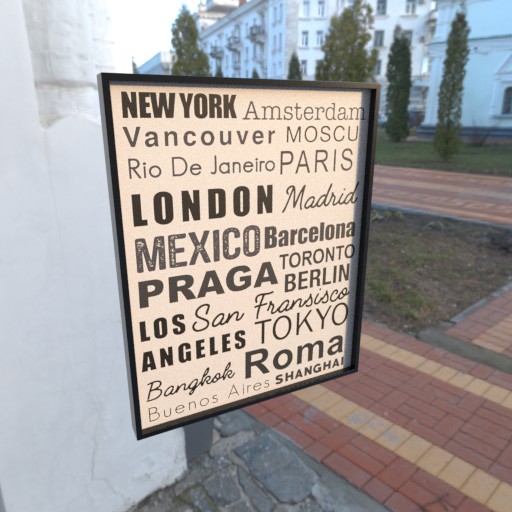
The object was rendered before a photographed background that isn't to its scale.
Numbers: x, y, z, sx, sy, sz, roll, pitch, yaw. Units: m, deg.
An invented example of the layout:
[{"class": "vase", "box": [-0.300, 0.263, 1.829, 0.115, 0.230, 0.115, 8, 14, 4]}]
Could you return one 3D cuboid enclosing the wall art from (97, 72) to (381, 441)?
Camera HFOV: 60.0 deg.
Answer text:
[{"class": "wall art", "box": [0.000, 0.000, 0.743, 0.448, 0.551, 0.038, -9, 20, -25]}]
